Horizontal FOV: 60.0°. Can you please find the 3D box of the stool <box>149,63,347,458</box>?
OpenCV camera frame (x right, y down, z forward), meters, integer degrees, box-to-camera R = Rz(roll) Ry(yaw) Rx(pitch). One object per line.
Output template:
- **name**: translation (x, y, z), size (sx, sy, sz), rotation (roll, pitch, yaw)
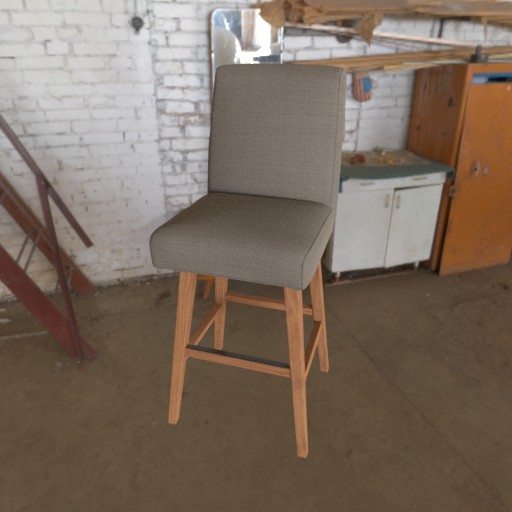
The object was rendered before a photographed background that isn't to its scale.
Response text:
- **stool**: translation (0.000, 0.000, 1.419), size (0.483, 1.112, 0.570), rotation (8, 27, 16)
